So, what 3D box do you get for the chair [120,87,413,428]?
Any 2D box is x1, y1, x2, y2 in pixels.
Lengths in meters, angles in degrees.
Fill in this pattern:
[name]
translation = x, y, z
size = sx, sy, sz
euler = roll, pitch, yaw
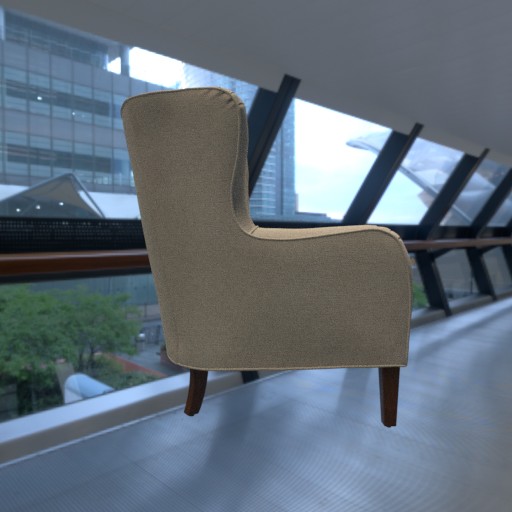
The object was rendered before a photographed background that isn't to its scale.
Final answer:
[chair]
translation = 0.000, 0.000, 1.720
size = 0.966, 1.040, 0.838
euler = 0, 2, 0
